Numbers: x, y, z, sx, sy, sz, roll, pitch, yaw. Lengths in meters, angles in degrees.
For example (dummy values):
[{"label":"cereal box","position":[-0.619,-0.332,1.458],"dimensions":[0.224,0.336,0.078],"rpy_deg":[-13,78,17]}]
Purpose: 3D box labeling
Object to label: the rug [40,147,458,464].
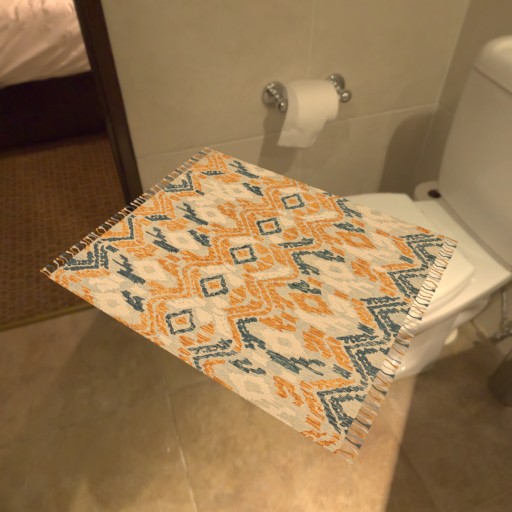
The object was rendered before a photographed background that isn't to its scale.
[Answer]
[{"label":"rug","position":[0.000,0.000,4.097],"dimensions":[3.048,0.010,2.439],"rpy_deg":[25,51,22]}]
